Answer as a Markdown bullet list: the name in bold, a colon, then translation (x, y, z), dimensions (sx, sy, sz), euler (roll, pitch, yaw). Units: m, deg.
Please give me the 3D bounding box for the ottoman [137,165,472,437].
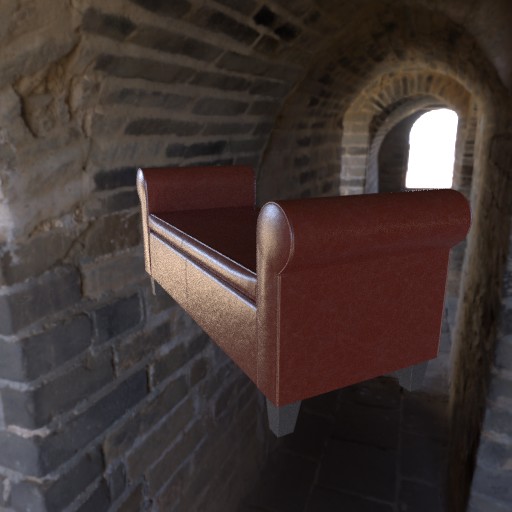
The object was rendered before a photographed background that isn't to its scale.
- **ottoman**: translation (0.000, 0.000, 1.524), dimensions (0.521, 0.547, 1.256), euler (-8, 17, -26)
